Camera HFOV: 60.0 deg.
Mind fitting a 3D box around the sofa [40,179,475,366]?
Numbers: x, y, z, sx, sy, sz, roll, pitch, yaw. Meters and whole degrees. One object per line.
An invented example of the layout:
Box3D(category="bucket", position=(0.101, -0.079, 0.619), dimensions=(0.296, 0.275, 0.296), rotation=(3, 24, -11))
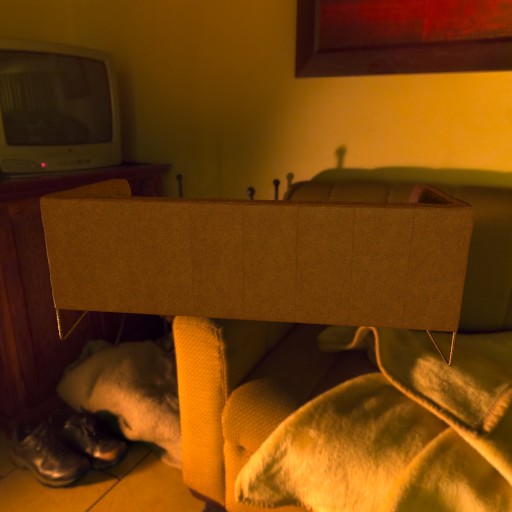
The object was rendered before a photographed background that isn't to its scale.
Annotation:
Box3D(category="sofa", position=(0.000, 0.000, 2.595), dimensions=(2.079, 0.798, 0.912), rotation=(2, 17, 8))
